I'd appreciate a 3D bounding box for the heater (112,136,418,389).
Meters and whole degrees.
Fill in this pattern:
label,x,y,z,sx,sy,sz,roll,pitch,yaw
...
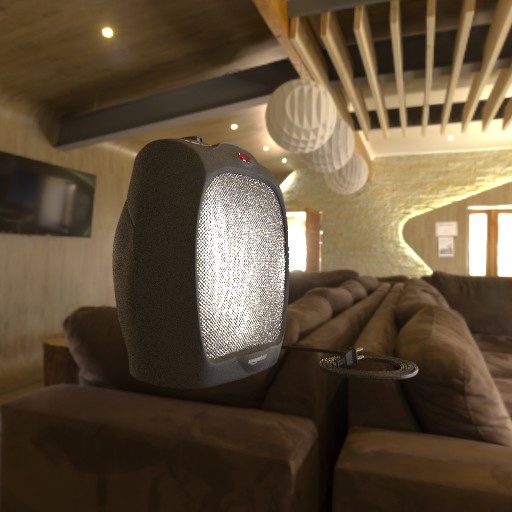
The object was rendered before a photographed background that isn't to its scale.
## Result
label,x,y,z,sx,sy,sz,roll,pitch,yaw
heater,0.000,0.000,0.467,0.291,0.240,0.239,0,0,35
